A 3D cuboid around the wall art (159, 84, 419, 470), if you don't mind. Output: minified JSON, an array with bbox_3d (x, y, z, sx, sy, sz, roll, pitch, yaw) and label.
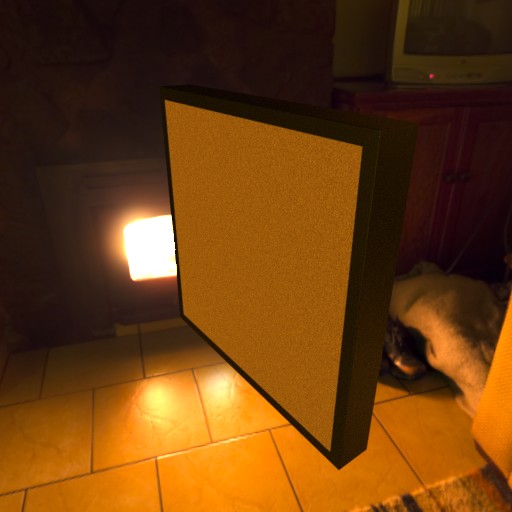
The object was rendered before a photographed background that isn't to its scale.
[{"bbox_3d":[0.000,0.000,0.454,0.038,0.304,0.304,-19,32,-32],"label":"wall art"}]
